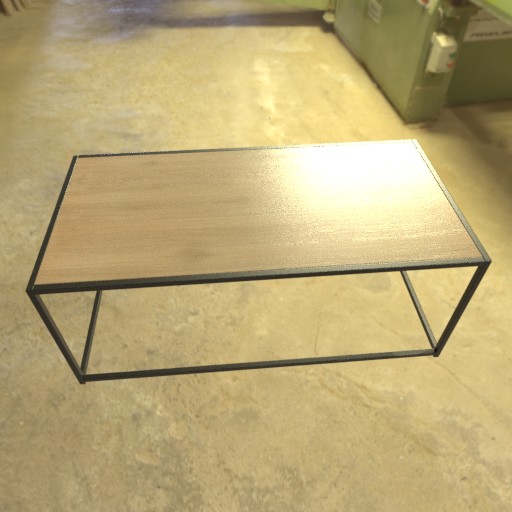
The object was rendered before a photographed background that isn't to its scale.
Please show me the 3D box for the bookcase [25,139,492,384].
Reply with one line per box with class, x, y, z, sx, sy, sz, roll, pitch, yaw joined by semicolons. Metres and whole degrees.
bookcase;0.000;0.000;1.260;1.000;0.400;0.500;-4;46;-3
